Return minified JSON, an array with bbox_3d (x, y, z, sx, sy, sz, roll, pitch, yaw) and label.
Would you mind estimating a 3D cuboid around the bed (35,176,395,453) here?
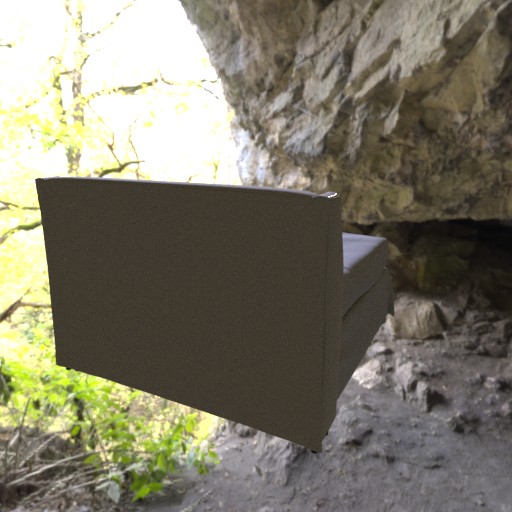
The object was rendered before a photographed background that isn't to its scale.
[{"bbox_3d":[0.000,0.000,3.416,1.925,1.332,2.276,8,17,26],"label":"bed"}]
